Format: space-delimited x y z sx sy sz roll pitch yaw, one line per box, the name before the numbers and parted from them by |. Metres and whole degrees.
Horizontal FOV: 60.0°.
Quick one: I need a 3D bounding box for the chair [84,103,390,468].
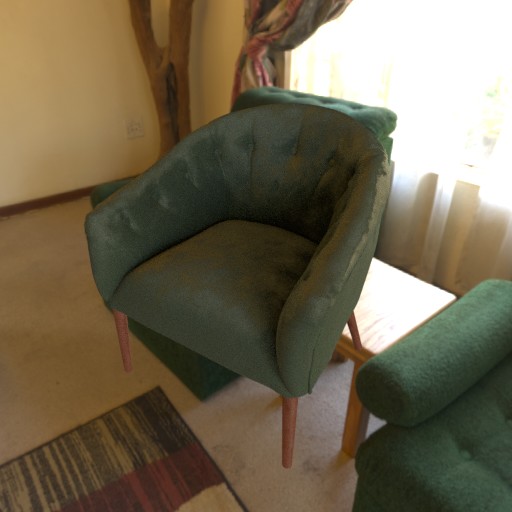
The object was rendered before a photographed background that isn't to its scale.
chair | 0.000 0.000 1.510 0.851 0.885 0.776 19 35 29
